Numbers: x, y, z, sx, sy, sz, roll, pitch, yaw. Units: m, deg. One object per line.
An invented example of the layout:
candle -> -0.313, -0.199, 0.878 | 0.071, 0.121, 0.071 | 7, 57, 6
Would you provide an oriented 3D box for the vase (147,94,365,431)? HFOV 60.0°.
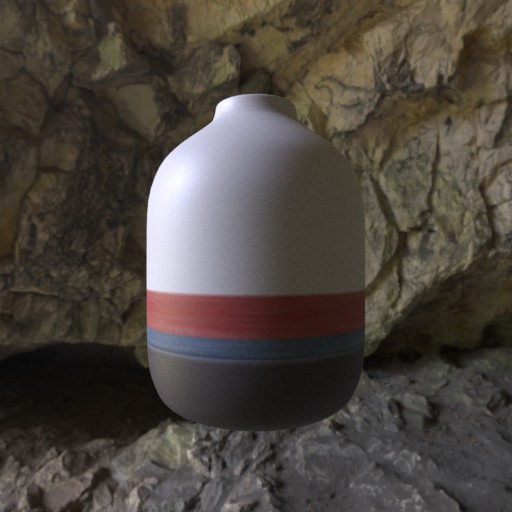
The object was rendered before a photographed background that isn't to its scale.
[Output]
vase -> 0.000, 0.000, 0.354 | 0.169, 0.237, 0.169 | 0, -1, 0
